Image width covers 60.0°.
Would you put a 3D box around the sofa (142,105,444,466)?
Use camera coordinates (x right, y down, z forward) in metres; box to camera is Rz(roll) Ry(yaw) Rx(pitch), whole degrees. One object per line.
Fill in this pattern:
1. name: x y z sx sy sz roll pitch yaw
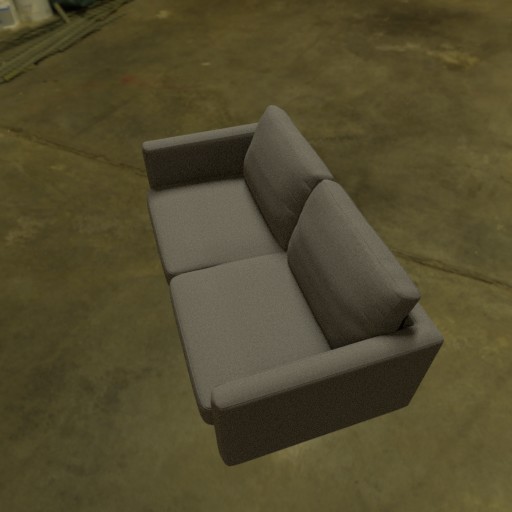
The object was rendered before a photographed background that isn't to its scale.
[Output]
1. sofa: 0.000 0.000 2.276 0.940 0.866 1.713 -13 48 -13
